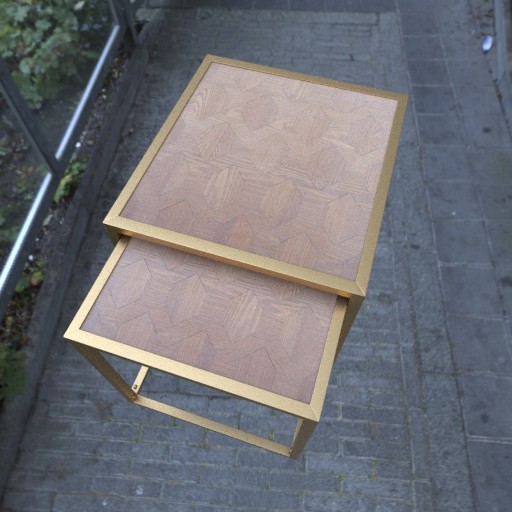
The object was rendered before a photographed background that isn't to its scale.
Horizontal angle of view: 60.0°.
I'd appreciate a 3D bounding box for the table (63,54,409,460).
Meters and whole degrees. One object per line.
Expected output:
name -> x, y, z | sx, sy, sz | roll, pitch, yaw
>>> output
table -> 0.000, 0.000, 1.095 | 0.505, 0.505, 0.762 | 15, 60, 9
